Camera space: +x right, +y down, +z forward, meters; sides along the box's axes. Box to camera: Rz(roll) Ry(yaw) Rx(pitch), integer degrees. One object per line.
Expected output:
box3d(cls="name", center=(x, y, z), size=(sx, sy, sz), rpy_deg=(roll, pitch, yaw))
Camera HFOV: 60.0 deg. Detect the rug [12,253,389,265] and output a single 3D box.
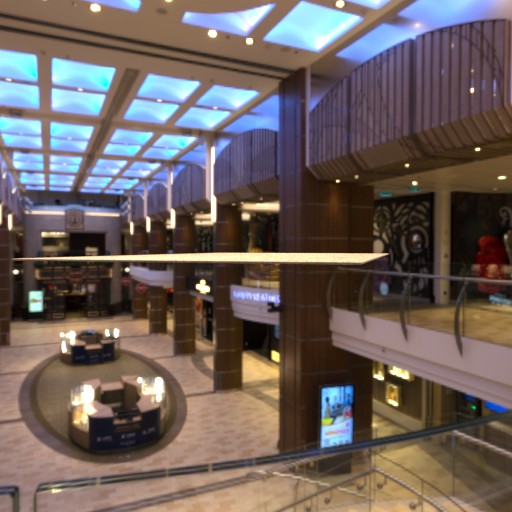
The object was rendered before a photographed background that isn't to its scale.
box3d(cls="rug", center=(0.000, 0.000, 2.249), size=(1.221, 0.006, 1.827), rpy_deg=(0, 1, 19))
